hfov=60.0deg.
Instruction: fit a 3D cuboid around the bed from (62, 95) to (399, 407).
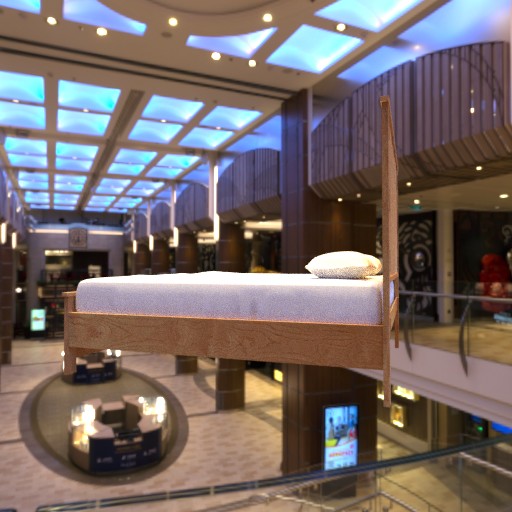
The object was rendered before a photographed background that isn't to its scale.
[{"bbox_3d":[0.000,0.000,4.207,2.530,1.938,2.225,0,-1,19],"label":"bed"}]
